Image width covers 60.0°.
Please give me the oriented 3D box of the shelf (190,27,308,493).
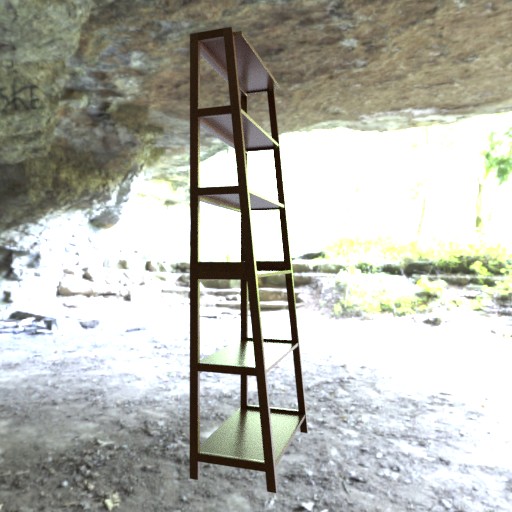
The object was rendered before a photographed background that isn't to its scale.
[{"bbox_3d":[0.000,0.000,2.138,0.382,1.892,0.660,0,0,18],"label":"shelf"}]
